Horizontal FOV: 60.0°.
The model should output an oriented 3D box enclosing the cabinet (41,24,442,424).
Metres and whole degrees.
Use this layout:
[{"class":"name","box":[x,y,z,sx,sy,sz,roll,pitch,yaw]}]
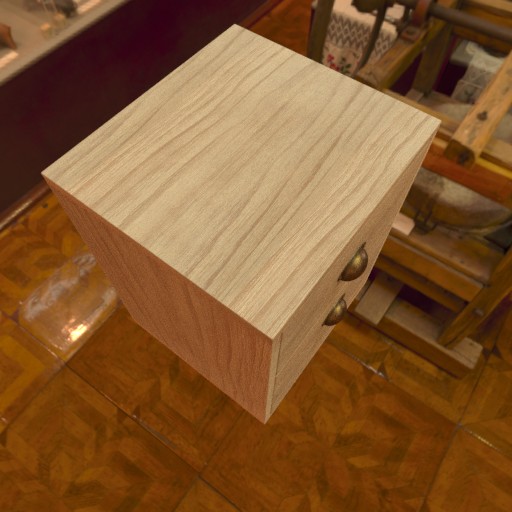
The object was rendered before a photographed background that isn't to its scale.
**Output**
[{"class":"cabinet","box":[0.000,0.000,0.854,0.401,0.579,0.409,33,65,18]}]
